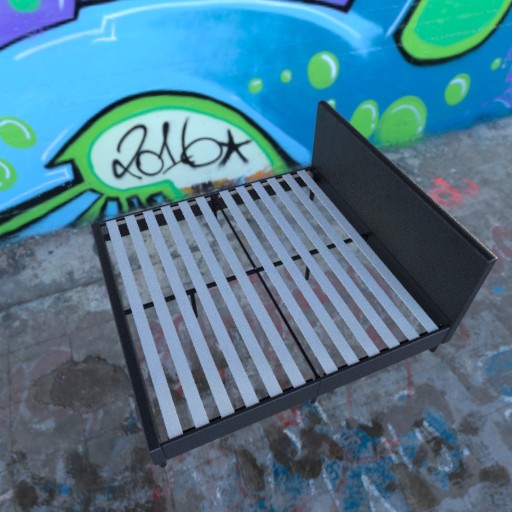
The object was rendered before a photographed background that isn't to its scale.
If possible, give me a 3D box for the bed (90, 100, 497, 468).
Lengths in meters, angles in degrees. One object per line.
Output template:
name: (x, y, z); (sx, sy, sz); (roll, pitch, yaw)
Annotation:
bed: (0.000, 0.000, 3.252); (2.152, 1.046, 2.018); (-17, 49, -16)
